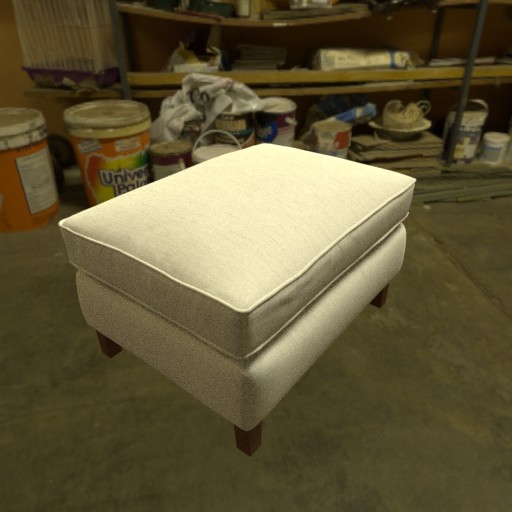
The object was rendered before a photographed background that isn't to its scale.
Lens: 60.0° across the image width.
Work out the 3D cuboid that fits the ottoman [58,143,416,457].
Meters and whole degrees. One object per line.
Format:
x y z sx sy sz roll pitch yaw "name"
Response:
0.000 0.000 1.010 0.501 0.406 0.665 22 37 32 "ottoman"
